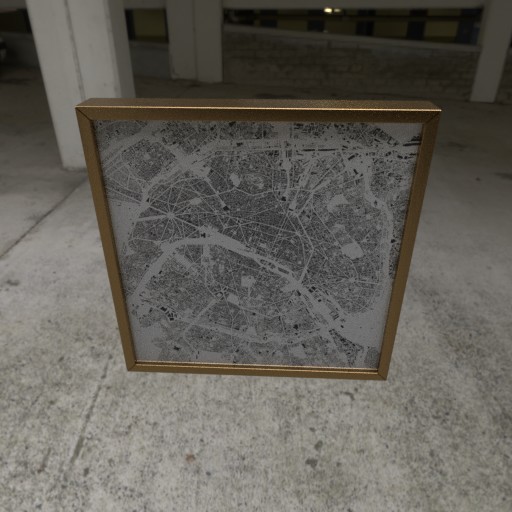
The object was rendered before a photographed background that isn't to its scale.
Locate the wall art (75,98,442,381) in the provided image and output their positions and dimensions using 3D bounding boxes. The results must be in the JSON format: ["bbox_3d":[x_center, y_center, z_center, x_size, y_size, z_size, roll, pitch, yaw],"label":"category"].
[{"bbox_3d":[0.000,0.000,0.459,0.305,0.305,0.037,1,30,2],"label":"wall art"}]
